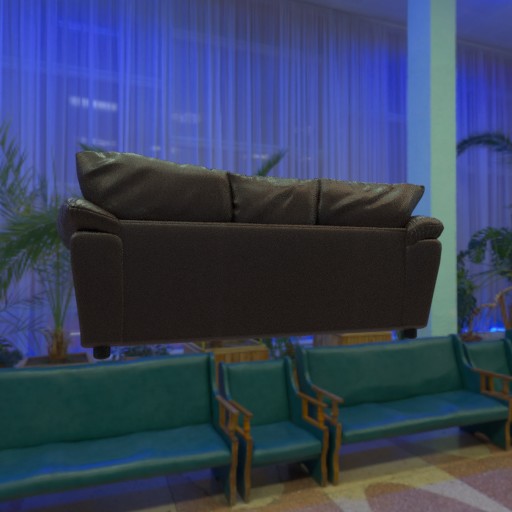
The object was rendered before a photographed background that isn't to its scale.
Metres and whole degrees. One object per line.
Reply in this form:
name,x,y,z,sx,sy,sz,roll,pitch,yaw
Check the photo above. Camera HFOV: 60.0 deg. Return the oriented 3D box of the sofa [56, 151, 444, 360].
sofa,0.000,0.000,2.884,2.390,1.091,0.907,0,-1,-19
